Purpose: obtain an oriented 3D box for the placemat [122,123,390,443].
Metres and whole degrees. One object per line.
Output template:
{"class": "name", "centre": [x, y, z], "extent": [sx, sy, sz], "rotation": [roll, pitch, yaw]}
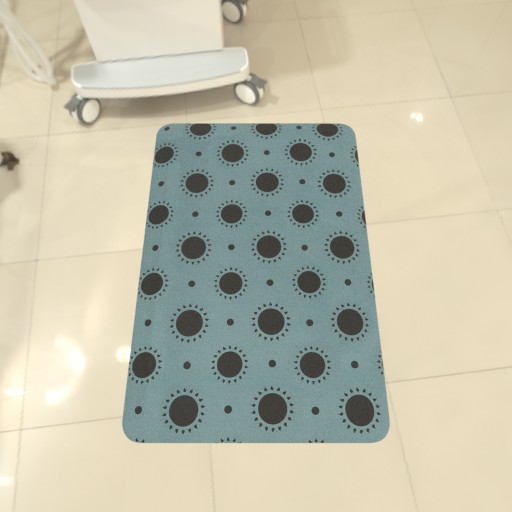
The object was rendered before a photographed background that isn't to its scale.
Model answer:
{"class": "placemat", "centre": [0.000, 0.000, 0.979], "extent": [0.508, 0.021, 0.762], "rotation": [0, 65, 0]}
